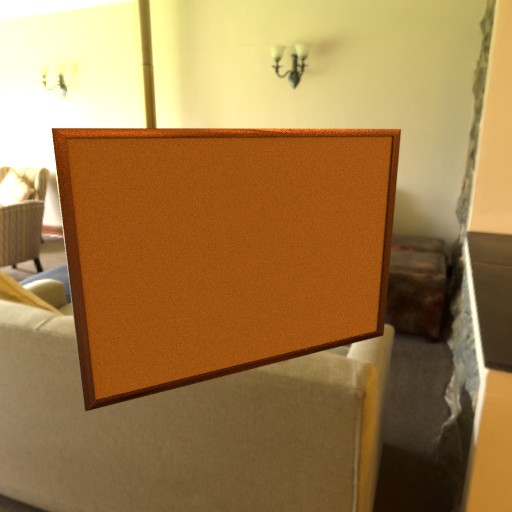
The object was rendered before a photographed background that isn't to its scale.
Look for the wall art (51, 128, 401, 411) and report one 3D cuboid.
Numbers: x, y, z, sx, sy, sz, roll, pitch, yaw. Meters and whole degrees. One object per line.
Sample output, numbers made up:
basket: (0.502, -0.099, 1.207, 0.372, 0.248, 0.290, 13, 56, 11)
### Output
wall art: (0.000, 0.000, 0.551, 0.431, 0.304, 0.012, -8, 17, -25)
